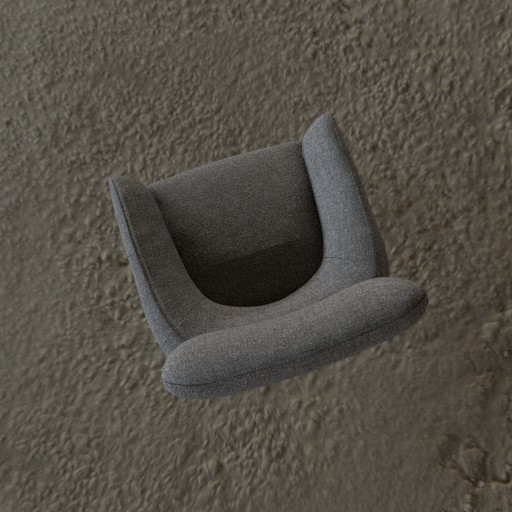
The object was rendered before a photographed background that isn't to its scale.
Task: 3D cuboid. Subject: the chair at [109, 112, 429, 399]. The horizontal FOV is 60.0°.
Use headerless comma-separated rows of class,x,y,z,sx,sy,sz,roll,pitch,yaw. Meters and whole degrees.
chair,0.000,0.000,1.344,0.706,0.812,0.715,-18,76,-4
